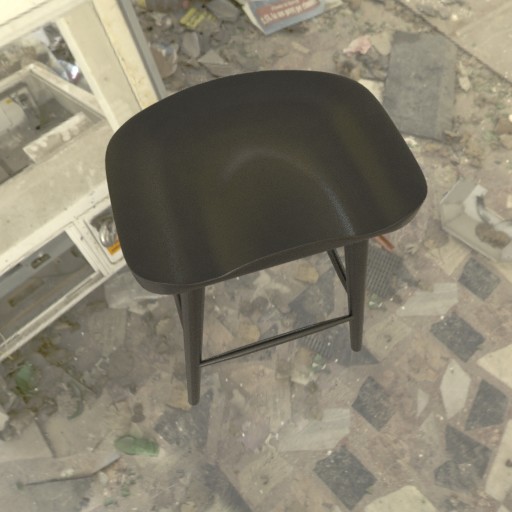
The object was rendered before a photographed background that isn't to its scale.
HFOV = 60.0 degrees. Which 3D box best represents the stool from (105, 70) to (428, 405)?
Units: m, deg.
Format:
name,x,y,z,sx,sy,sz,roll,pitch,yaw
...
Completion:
name,x,y,z,sx,sy,sz,roll,pitch,yaw
stool,0.000,0.000,0.868,0.440,0.615,0.361,-16,64,-8
